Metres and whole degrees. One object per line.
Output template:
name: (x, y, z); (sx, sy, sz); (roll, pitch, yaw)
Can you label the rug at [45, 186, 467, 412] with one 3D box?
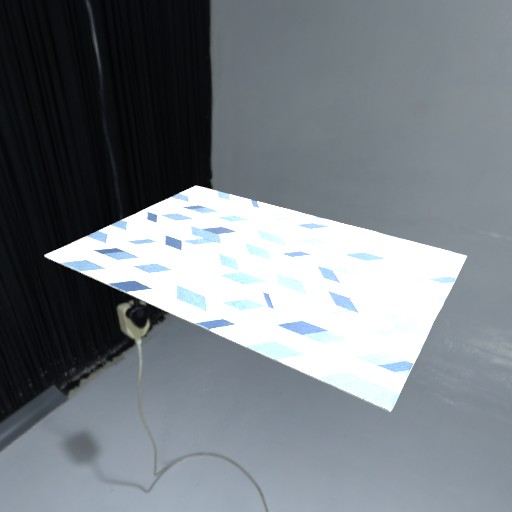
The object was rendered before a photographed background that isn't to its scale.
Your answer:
rug: (0.000, 0.000, 2.269); (1.813, 0.006, 1.202); (18, 34, 29)
